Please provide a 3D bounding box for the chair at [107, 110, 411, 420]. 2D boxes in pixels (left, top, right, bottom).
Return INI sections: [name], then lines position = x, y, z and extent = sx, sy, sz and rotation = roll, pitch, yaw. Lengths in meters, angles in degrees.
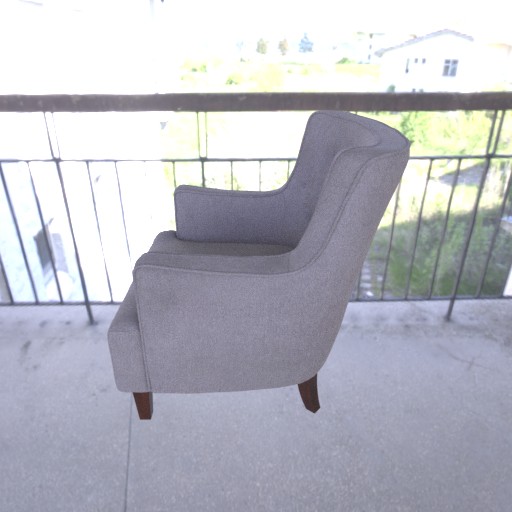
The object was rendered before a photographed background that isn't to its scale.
[chair]
position = 0.000, 0.000, 1.598
extent = 0.910, 0.919, 0.781
rotation = 0, 26, 0
